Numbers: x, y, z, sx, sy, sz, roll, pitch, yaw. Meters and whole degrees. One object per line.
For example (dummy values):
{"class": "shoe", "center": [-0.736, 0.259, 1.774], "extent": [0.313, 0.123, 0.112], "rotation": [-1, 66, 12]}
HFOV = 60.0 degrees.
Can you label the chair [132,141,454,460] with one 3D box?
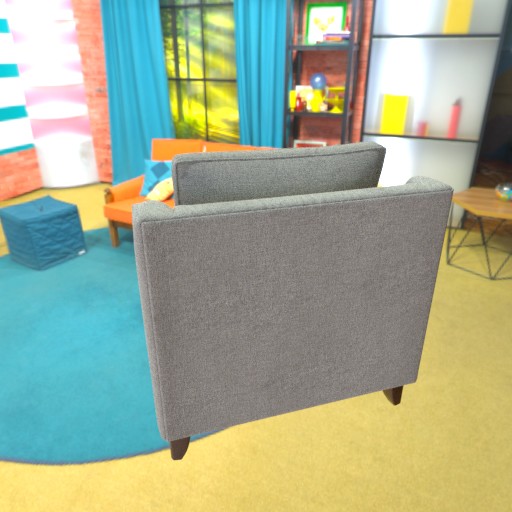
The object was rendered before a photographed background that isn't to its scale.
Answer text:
{"class": "chair", "center": [0.000, 0.000, 1.590], "extent": [0.838, 0.864, 0.918], "rotation": [-8, 26, -16]}
